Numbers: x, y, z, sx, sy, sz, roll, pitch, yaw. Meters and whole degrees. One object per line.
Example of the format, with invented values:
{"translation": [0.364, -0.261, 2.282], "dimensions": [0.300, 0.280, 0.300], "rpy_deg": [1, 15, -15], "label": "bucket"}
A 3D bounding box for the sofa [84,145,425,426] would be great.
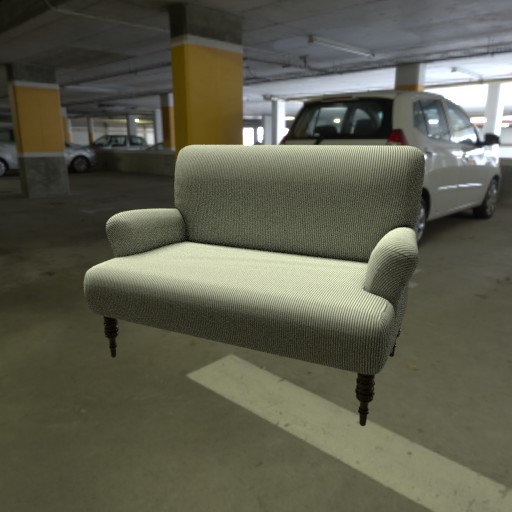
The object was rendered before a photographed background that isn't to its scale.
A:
{"translation": [0.000, 0.000, 1.843], "dimensions": [1.297, 0.889, 0.779], "rpy_deg": [7, 16, 25], "label": "sofa"}
